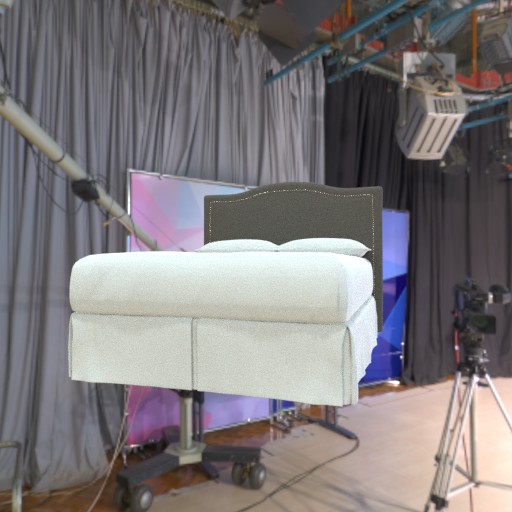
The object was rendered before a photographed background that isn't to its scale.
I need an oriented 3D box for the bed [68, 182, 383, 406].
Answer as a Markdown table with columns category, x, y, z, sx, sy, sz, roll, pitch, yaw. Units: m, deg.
| category | x | y | z | sx | sy | sz | roll | pitch | yaw |
| --- | --- | --- | --- | --- | --- | --- | --- | --- | --- |
| bed | 0.000 | 0.000 | 3.146 | 1.666 | 1.387 | 2.036 | 0 | -1 | 18 |
